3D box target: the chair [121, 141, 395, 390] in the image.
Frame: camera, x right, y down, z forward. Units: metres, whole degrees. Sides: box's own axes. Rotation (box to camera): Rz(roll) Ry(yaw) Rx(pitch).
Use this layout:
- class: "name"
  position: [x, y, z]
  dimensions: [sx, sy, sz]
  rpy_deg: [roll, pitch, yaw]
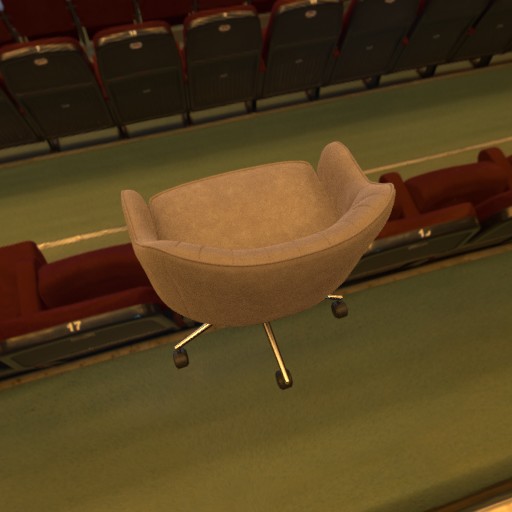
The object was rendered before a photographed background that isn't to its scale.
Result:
- class: "chair"
  position: [0.000, 0.000, 1.266]
  dimensions: [0.635, 0.831, 0.573]
  rpy_deg: [-15, 59, -9]
